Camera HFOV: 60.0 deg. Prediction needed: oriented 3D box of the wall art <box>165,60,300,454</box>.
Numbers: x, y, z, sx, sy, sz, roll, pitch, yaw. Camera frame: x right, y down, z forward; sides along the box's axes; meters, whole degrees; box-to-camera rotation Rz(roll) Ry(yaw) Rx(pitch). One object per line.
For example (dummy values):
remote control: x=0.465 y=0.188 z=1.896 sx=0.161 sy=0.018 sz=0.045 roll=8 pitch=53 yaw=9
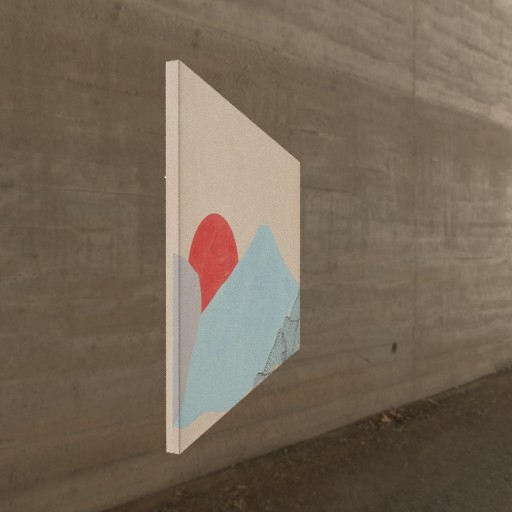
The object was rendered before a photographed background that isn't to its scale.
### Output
wall art: x=0.000 y=0.000 z=1.607 sx=0.042 sy=0.912 sz=1.219 roll=0 pitch=0 yaw=19
